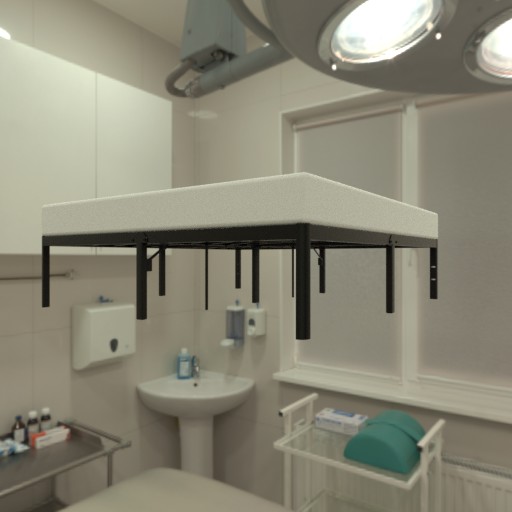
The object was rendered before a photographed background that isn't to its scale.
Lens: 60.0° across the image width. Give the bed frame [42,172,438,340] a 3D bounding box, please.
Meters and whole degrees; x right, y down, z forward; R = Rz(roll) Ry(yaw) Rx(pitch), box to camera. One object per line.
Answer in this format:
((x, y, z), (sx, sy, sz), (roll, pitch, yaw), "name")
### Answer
((0.000, 0.000, 3.120), (1.963, 0.659, 2.079), (0, 0, 36), "bed frame")
